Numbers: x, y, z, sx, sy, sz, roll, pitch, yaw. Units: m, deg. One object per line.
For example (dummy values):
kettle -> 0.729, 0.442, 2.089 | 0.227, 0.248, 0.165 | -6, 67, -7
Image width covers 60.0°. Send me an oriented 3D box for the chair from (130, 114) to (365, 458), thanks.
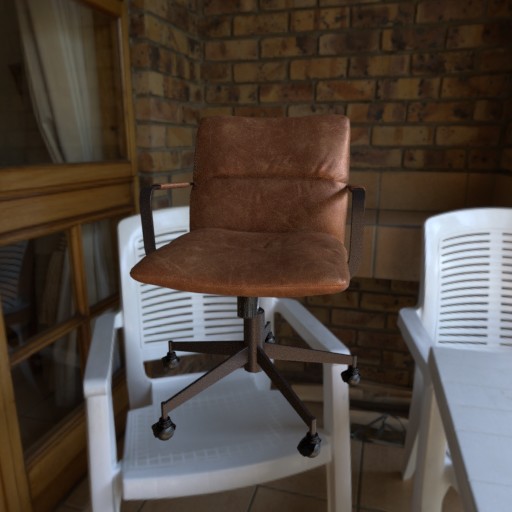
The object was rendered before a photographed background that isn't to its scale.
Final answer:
chair -> 0.000, 0.000, 1.447 | 0.727, 0.922, 0.754 | 2, 14, 9
